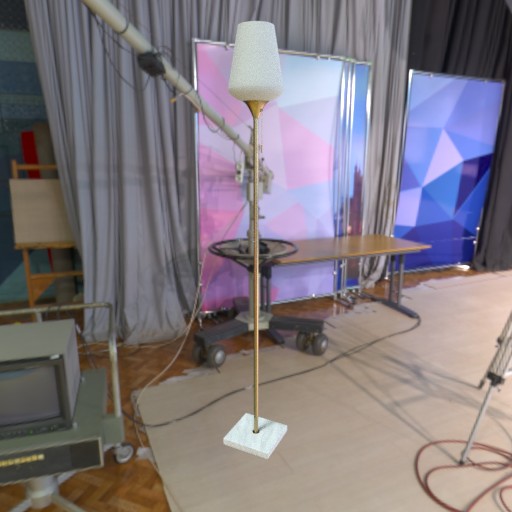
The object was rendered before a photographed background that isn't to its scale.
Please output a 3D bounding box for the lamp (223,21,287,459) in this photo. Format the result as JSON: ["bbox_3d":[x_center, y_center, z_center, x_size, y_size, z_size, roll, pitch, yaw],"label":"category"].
[{"bbox_3d":[0.000,0.000,1.918,0.232,1.813,0.229,7,16,26],"label":"lamp"}]
